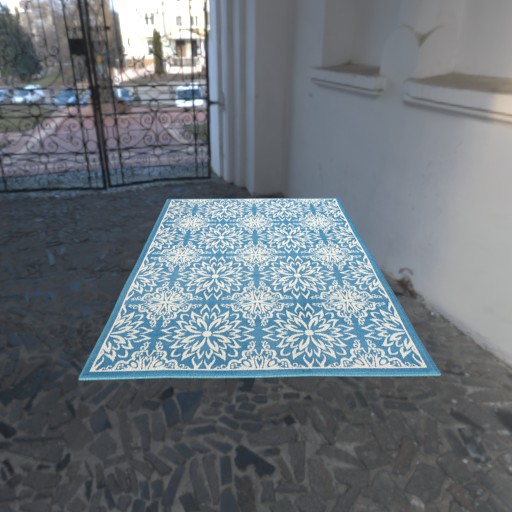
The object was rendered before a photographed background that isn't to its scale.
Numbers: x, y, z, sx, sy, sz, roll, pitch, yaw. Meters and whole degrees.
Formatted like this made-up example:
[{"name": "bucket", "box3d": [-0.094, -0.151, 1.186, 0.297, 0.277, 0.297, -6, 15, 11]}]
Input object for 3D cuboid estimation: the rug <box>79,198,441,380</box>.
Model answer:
[{"name": "rug", "box3d": [0.000, 0.000, 3.473, 1.830, 0.018, 2.769, 0, 26, -1]}]
